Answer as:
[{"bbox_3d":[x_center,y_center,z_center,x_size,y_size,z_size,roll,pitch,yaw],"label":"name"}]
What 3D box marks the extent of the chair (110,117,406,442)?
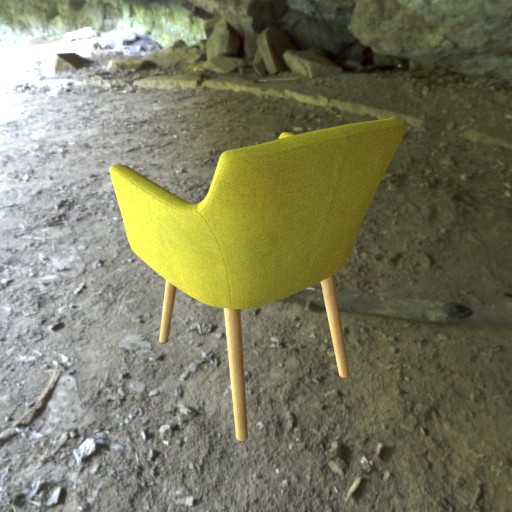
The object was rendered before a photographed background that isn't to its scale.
[{"bbox_3d":[0.000,0.000,1.194,0.570,0.780,0.570,-20,35,-30],"label":"chair"}]
